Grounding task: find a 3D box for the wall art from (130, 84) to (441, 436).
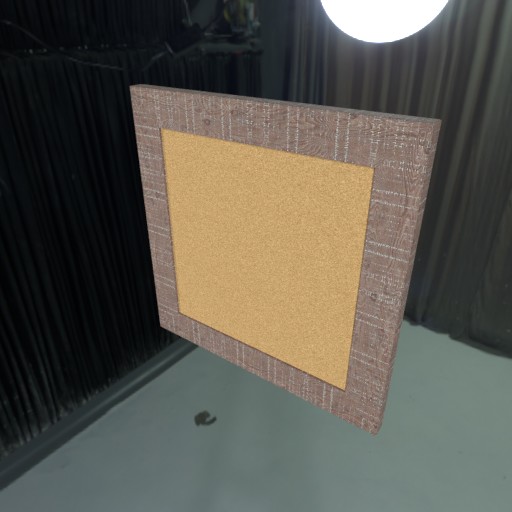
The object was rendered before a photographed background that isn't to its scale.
[{"bbox_3d":[0.000,0.000,0.788,0.531,0.531,0.029,19,34,31],"label":"wall art"}]
